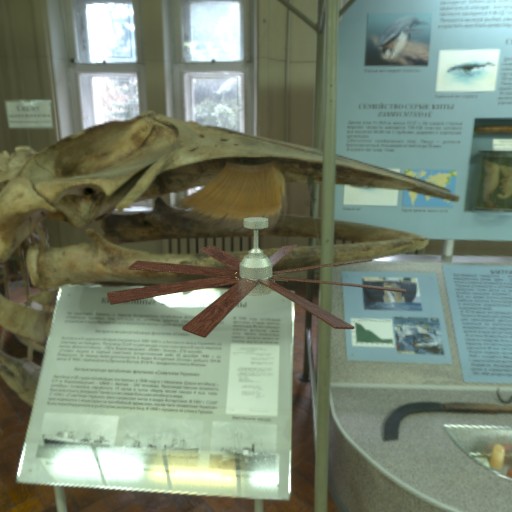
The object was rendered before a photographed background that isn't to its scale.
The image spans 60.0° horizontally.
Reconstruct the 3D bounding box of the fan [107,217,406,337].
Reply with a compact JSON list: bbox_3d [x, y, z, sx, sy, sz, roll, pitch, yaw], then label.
[{"bbox_3d":[0.000,0.000,2.815,1.830,0.472,1.830,-7,16,-26],"label":"fan"}]
